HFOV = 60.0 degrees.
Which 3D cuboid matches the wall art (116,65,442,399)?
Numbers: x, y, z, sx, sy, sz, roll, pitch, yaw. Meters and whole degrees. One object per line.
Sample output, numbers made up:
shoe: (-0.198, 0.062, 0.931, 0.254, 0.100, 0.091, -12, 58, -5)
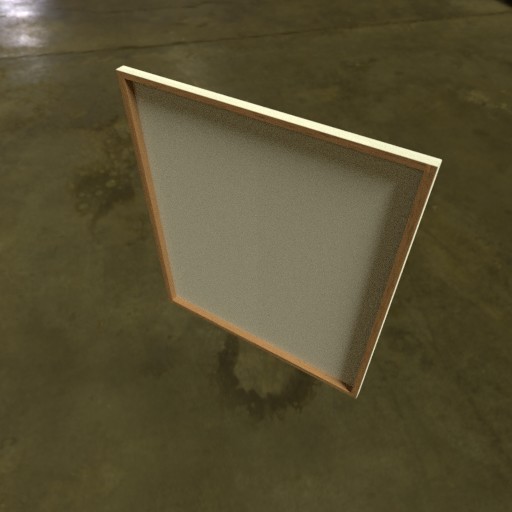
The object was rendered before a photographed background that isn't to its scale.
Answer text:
wall art: (0.000, 0.000, 0.992, 0.609, 0.710, 0.021, 24, 51, 21)
